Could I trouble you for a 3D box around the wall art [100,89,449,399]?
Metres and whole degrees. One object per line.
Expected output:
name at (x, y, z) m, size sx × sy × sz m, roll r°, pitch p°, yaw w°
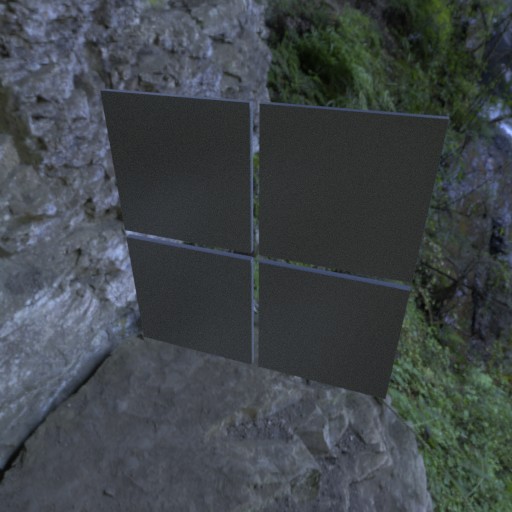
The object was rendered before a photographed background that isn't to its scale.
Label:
wall art at (0.000, 0.000, 1.663) m, size 1.118 × 1.118 × 0.029 m, roll 11°, pitch 33°, yaw 16°
